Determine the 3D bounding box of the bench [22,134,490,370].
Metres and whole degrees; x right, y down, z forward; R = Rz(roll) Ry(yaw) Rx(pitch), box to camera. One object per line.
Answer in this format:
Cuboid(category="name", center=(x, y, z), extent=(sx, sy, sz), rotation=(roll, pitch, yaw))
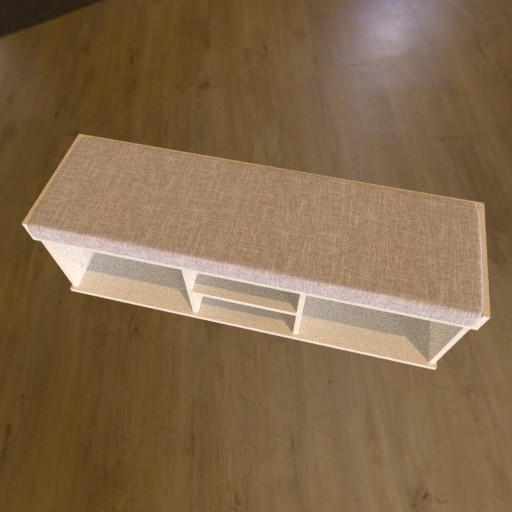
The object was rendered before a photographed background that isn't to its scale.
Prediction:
Cuboid(category="bench", center=(0.000, 0.000, 1.364), extent=(1.196, 0.453, 0.363), rotation=(11, 58, 7))
